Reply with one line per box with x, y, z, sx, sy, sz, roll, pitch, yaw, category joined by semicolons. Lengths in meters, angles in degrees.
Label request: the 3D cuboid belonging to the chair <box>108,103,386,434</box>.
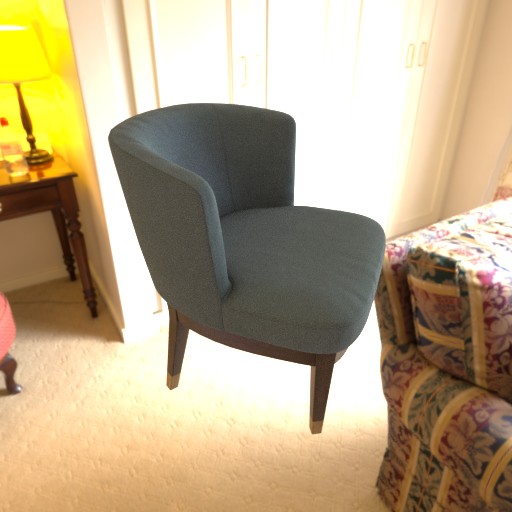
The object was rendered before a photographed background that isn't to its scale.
0.000;0.000;1.291;0.702;0.760;0.661;11;32;18;chair
